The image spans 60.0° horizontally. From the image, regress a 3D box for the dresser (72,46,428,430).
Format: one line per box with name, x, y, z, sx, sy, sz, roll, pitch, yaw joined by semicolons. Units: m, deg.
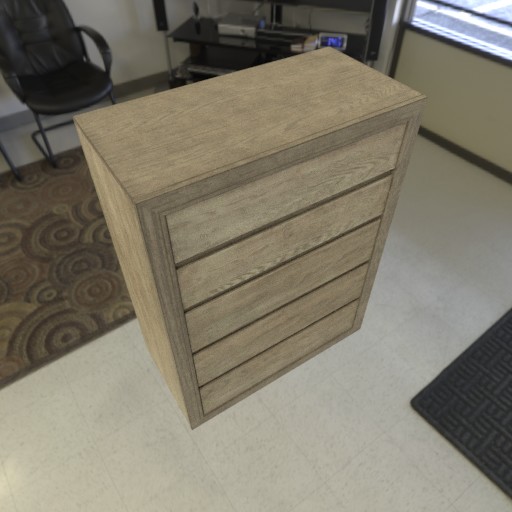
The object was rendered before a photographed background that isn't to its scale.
dresser;0.000;0.000;1.800;0.967;1.295;0.483;-25;51;-22
